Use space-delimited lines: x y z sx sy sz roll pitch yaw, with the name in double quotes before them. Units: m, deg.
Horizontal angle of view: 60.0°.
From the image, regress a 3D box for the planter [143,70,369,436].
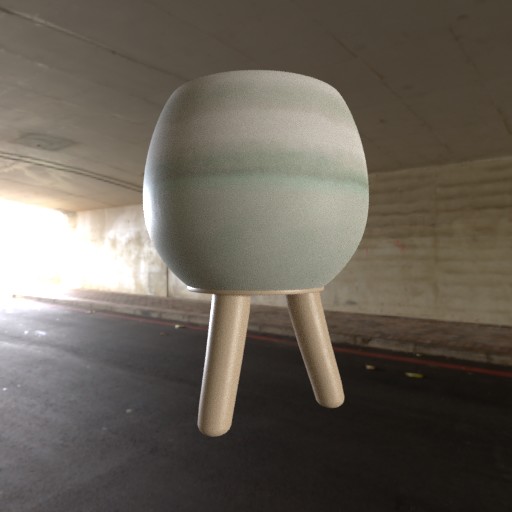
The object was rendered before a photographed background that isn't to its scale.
"planter" 0.000 0.000 0.327 0.161 0.224 0.161 0 0 0
